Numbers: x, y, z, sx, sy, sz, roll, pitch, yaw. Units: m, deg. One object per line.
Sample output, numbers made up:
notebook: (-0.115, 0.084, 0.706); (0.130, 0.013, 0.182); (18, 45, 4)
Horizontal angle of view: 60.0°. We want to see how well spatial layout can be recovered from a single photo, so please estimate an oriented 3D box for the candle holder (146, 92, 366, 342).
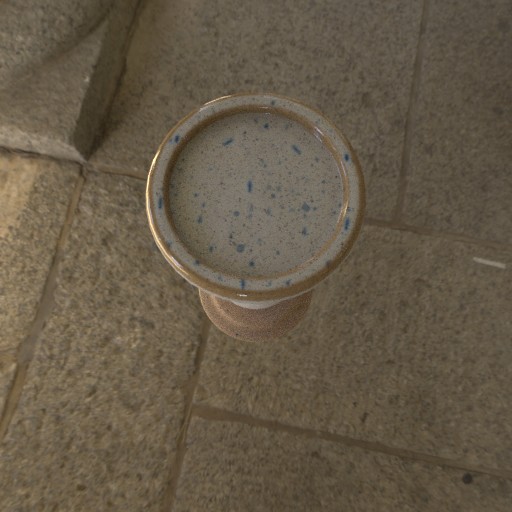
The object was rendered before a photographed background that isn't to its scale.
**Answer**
candle holder: (0.000, 0.000, 0.247); (0.088, 0.203, 0.088); (0, 77, 0)
